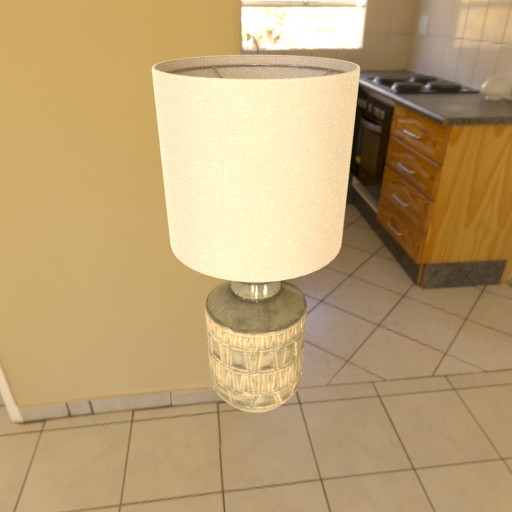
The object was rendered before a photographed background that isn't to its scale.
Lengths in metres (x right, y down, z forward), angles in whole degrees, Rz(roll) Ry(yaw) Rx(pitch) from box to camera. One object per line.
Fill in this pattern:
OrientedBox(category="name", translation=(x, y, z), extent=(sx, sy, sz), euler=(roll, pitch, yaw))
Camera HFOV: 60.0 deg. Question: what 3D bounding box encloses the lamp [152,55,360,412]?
OrientedBox(category="lamp", translation=(0.000, 0.000, 0.570), extent=(0.211, 0.455, 0.211), euler=(-9, 31, -15))
